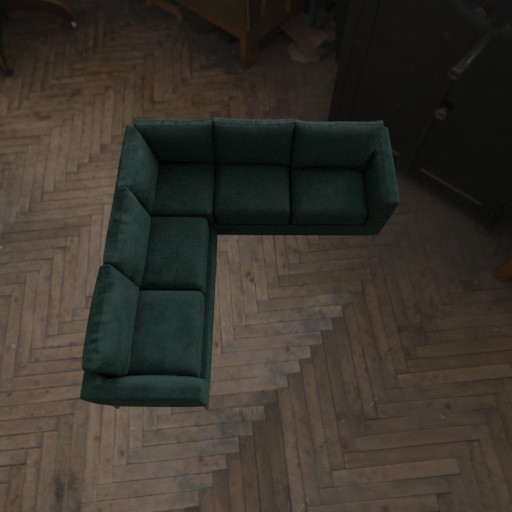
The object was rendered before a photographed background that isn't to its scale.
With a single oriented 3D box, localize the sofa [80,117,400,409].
[{"bbox_3d":[0.000,0.000,3.814,2.452,1.004,2.468,0,64,0],"label":"sofa"}]
